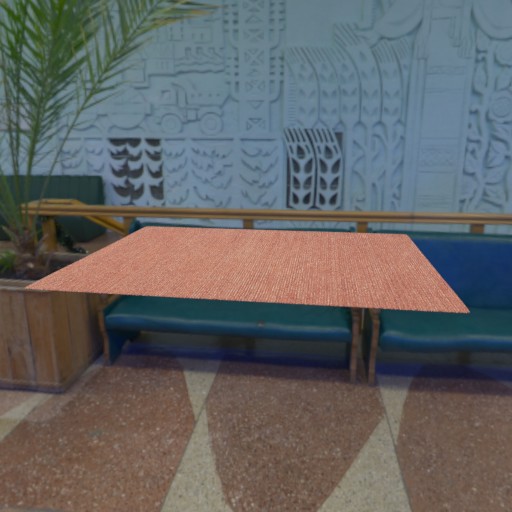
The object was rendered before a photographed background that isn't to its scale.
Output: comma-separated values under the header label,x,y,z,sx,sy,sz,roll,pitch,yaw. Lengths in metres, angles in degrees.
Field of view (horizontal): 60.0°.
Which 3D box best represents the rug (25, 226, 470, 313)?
label,x,y,z,sx,sy,sz,roll,pitch,yaw
rug,0.000,0.000,2.809,2.112,0.009,1.594,2,15,8
